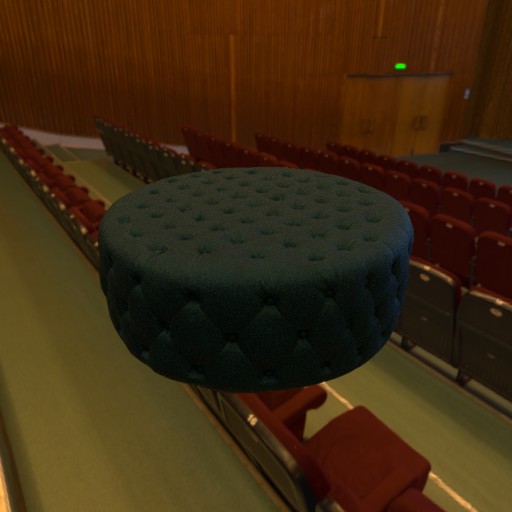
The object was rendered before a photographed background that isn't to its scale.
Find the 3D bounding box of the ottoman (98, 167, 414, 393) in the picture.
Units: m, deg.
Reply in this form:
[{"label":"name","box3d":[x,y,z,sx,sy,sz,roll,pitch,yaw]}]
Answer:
[{"label":"ottoman","box3d":[0.000,0.000,1.507,0.998,0.398,0.998,0,27,0]}]
